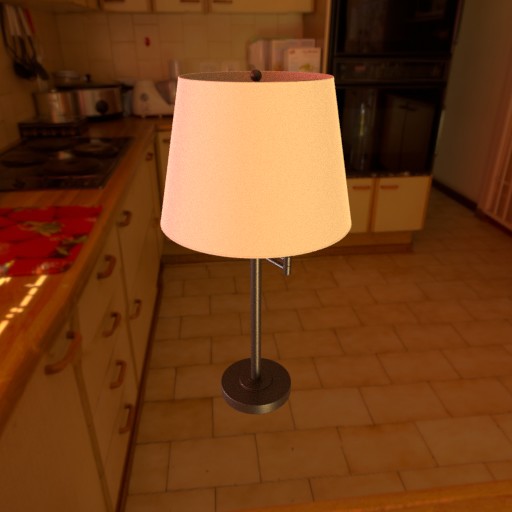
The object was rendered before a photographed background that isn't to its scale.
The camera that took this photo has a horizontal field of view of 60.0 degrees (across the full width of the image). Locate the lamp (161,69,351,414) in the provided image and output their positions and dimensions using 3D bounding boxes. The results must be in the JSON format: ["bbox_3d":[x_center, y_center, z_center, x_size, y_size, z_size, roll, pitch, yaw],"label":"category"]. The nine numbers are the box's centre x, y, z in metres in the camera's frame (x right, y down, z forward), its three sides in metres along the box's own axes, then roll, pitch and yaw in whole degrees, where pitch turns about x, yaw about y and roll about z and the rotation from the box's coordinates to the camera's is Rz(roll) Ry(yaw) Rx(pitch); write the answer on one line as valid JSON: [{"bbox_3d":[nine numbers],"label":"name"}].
[{"bbox_3d":[0.000,0.000,0.896,0.363,0.696,0.363,0,26,0],"label":"lamp"}]
